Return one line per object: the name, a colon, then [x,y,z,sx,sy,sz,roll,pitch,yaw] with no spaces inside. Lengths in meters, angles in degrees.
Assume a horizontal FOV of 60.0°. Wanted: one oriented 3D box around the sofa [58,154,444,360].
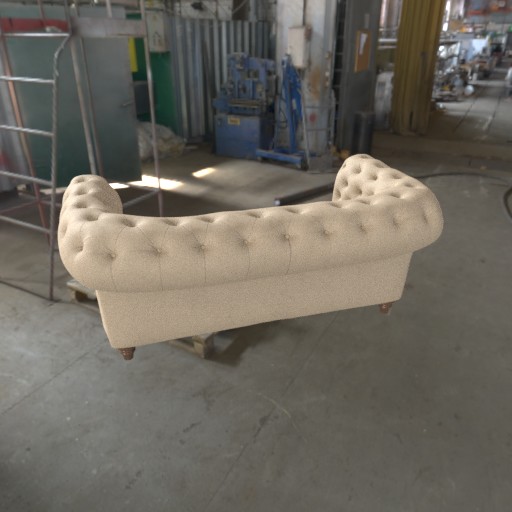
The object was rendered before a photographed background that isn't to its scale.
sofa: [0.000,0.000,2.490,1.988,0.835,1.069,-8,27,-15]
